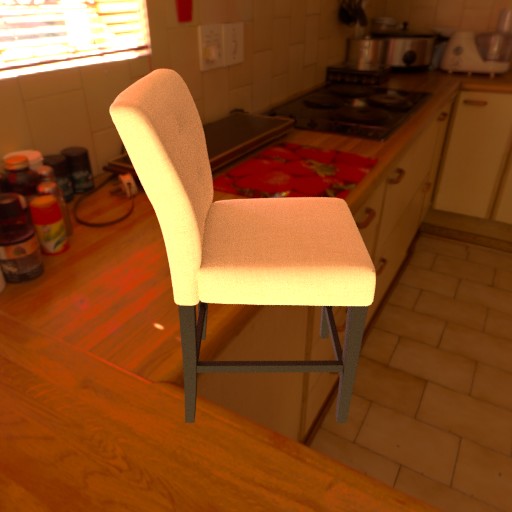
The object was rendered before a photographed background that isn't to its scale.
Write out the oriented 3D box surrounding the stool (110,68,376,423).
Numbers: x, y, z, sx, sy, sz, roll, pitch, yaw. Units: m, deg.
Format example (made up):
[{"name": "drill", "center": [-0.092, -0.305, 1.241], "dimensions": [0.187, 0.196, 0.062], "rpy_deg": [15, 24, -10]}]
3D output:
[{"name": "stool", "center": [0.000, 0.000, 1.305], "dimensions": [0.603, 0.972, 0.514], "rpy_deg": [0, 31, 0]}]
